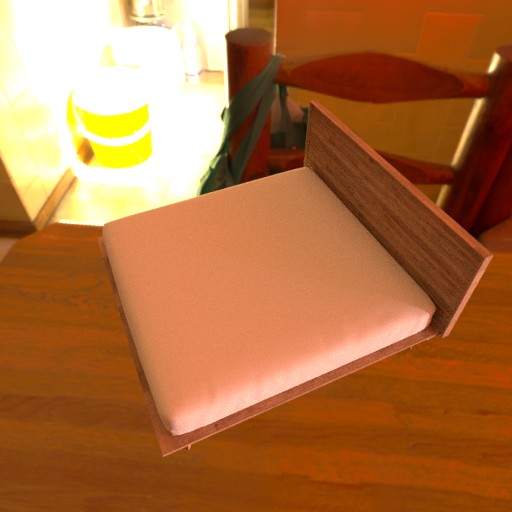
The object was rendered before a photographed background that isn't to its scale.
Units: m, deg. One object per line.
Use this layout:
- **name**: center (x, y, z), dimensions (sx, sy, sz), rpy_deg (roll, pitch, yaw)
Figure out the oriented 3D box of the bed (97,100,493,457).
- **bed**: center (0.000, 0.000, 3.398), dimensions (2.167, 1.100, 2.116), rpy_deg (-18, 49, -17)
